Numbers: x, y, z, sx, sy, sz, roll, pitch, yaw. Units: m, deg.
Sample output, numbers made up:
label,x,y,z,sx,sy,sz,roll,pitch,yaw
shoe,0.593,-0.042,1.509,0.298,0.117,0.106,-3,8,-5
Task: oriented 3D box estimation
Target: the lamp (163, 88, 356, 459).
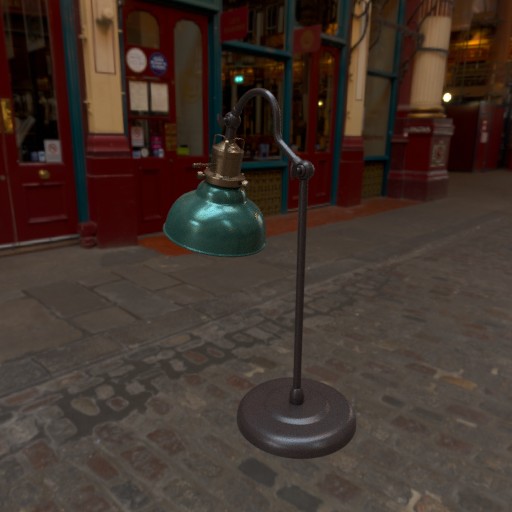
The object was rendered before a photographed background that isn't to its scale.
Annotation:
label,x,y,z,sx,sy,sz,roll,pitch,yaw
lamp,0.000,0.000,0.714,0.374,0.508,0.192,15,21,43
